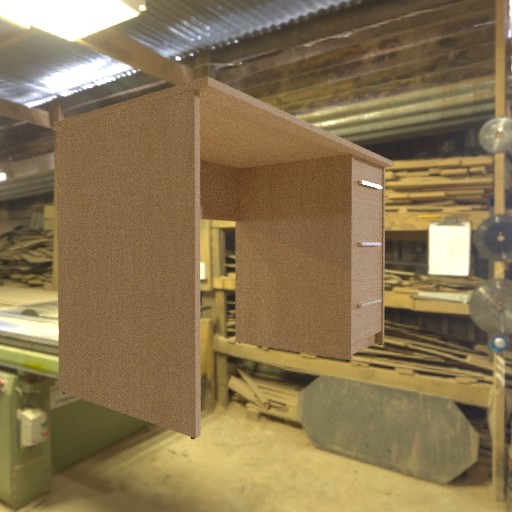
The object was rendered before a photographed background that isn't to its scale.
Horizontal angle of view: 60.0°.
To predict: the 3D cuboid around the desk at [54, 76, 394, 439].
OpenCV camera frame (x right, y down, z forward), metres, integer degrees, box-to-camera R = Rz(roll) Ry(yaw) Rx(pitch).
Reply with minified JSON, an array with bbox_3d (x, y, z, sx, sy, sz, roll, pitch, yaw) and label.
[{"bbox_3d":[0.000,0.000,1.488,0.560,0.735,1.097,1,2,36],"label":"desk"}]
